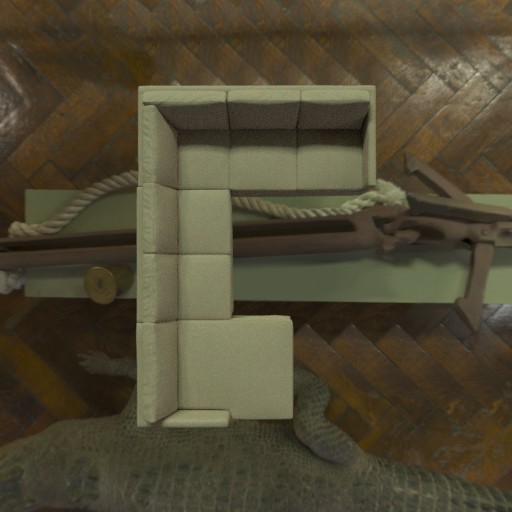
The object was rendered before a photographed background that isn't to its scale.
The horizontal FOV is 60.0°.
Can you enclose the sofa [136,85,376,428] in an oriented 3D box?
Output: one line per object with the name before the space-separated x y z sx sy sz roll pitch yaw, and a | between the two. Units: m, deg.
sofa | 0.000 0.000 4.733 2.476 0.878 3.528 0 90 0
